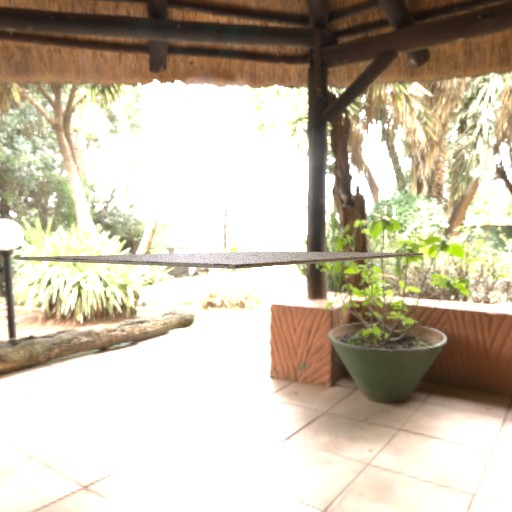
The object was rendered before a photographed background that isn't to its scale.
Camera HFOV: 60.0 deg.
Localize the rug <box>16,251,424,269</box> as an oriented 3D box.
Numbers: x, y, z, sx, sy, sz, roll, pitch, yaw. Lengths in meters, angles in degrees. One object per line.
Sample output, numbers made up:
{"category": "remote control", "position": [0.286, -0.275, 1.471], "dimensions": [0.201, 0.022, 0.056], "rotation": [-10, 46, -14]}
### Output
{"category": "rug", "position": [0.000, 0.000, 2.918], "dimensions": [1.521, 0.017, 2.365], "rotation": [1, 2, 35]}
